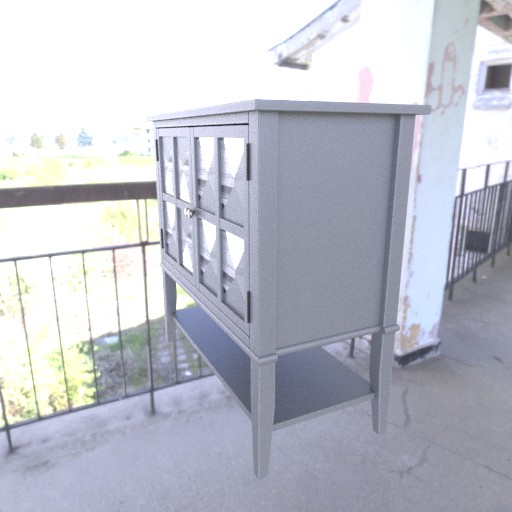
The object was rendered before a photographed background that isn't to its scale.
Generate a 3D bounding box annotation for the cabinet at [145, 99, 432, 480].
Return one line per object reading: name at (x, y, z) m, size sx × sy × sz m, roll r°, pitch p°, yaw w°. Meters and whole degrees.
cabinet at (0.000, 0.000, 1.259) m, size 0.396 × 0.780 × 0.801 m, roll -7°, pitch 17°, yaw -25°
